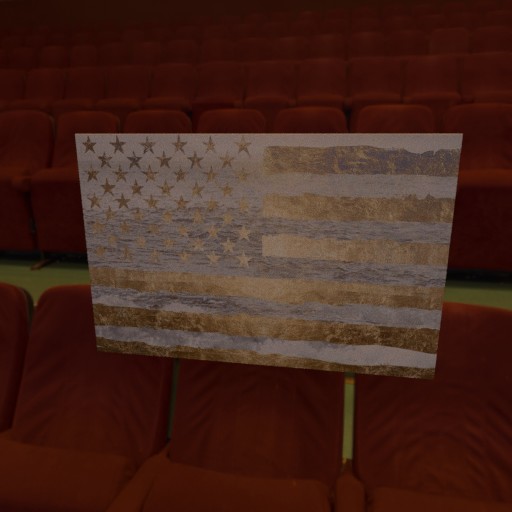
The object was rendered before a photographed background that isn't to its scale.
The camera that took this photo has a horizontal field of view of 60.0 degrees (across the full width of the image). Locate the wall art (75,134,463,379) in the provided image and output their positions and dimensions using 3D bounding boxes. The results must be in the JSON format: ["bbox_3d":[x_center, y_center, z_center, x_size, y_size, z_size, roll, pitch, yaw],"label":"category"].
[{"bbox_3d":[0.000,0.000,1.148,0.932,0.610,0.027,3,16,9],"label":"wall art"}]
